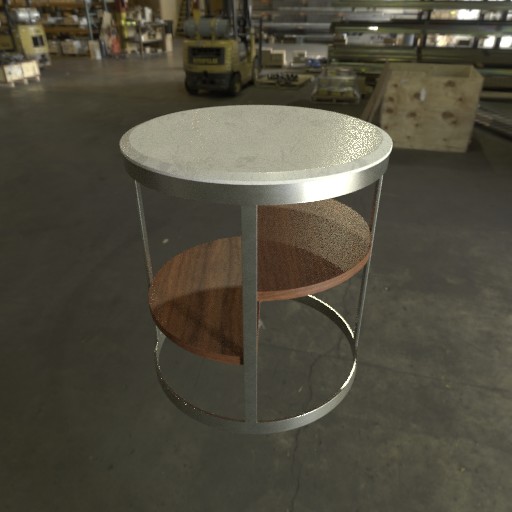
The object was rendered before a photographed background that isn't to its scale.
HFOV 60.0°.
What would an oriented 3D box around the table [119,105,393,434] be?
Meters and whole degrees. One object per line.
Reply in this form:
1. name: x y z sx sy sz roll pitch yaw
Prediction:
1. table: 0.000 0.000 0.793 0.407 0.447 0.407 0 30 0
